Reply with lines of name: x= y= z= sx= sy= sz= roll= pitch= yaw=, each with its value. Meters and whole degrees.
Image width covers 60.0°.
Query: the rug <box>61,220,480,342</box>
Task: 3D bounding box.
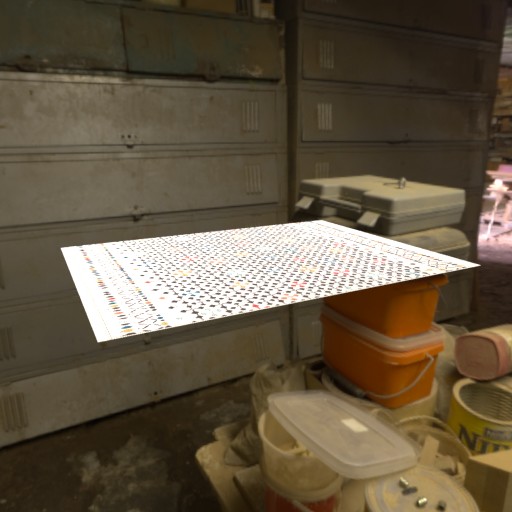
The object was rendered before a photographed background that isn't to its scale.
rug: x=0.000 y=0.000 z=4.163 sx=3.196 sy=0.007 sz=2.354 roll=-8 pitch=17 yaw=-27
